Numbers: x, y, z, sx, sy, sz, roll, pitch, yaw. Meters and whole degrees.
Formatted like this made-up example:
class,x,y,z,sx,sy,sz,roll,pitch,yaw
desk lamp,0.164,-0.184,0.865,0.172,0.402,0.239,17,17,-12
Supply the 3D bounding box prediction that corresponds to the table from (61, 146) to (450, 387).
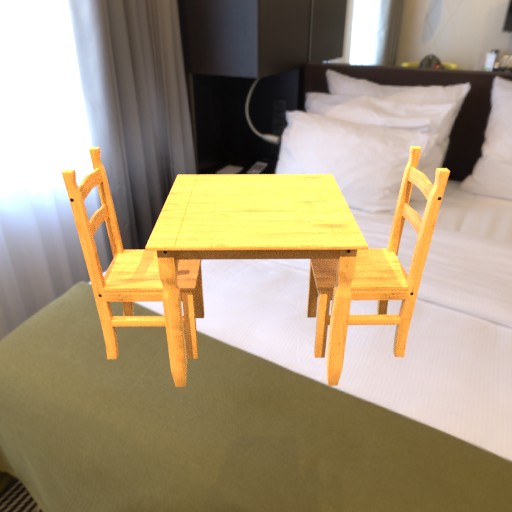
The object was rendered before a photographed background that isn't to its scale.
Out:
class,x,y,z,sx,sy,sz,roll,pitch,yaw
table,0.000,0.000,2.096,1.501,0.942,0.813,0,29,-1
